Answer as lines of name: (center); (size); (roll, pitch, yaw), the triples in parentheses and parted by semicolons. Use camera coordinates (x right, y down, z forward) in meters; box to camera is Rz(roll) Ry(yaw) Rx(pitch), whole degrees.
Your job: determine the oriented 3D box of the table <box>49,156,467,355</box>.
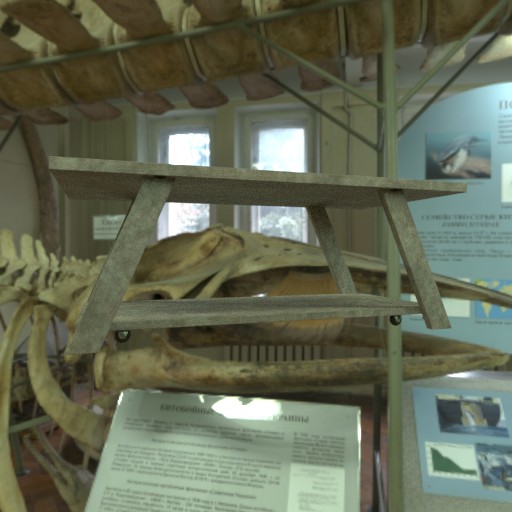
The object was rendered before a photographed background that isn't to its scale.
table: (0.000, 0.000, 1.511); (1.219, 0.470, 0.610); (0, 1, -19)
